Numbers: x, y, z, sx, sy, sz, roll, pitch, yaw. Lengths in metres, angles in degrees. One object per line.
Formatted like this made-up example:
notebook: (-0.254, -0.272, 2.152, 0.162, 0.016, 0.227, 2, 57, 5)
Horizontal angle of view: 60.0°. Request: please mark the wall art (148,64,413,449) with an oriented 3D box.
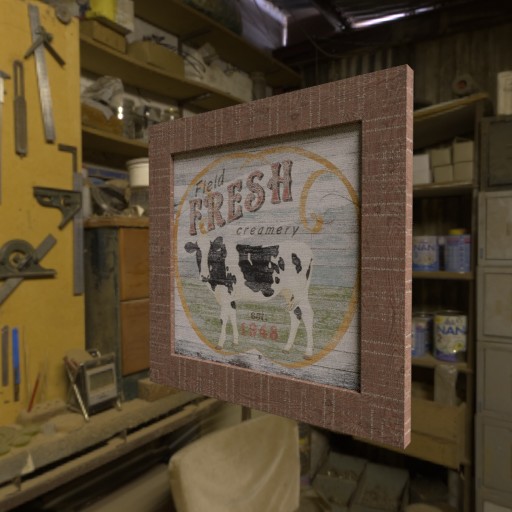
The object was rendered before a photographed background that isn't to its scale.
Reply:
wall art: (0.000, 0.000, 0.779, 0.531, 0.531, 0.029, 1, 2, 36)
